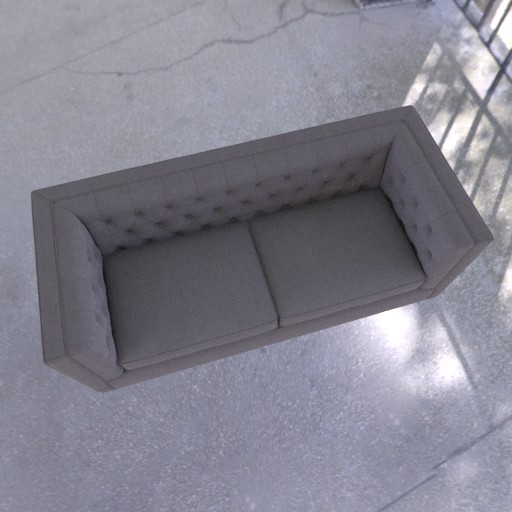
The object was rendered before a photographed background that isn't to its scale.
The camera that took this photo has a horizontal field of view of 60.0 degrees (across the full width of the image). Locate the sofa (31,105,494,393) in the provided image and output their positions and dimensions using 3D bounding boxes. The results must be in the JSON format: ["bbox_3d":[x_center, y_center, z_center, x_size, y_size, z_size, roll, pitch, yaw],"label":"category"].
[{"bbox_3d":[0.000,0.000,2.161,1.778,0.762,0.775,-15,64,-7],"label":"sofa"}]
